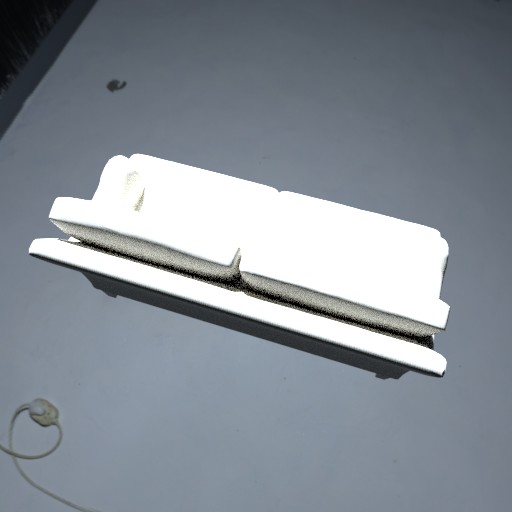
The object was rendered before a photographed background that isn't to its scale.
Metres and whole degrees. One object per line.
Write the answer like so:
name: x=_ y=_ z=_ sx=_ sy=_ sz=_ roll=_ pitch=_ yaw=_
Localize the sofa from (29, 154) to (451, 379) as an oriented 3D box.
sofa: x=0.000 y=0.000 z=2.716 sx=2.159 sy=1.087 sz=1.086 roll=15 pitch=64 yaw=8
